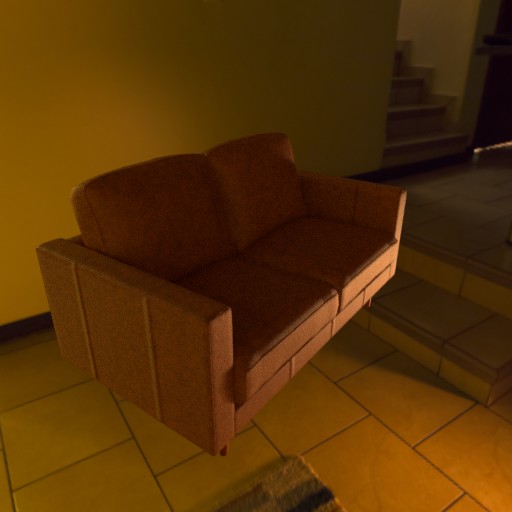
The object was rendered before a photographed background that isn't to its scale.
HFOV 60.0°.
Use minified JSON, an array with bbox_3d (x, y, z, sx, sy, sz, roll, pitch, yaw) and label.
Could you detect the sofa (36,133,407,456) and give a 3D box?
[{"bbox_3d":[0.000,0.000,2.086,0.909,0.951,1.578,17,30,33],"label":"sofa"}]
